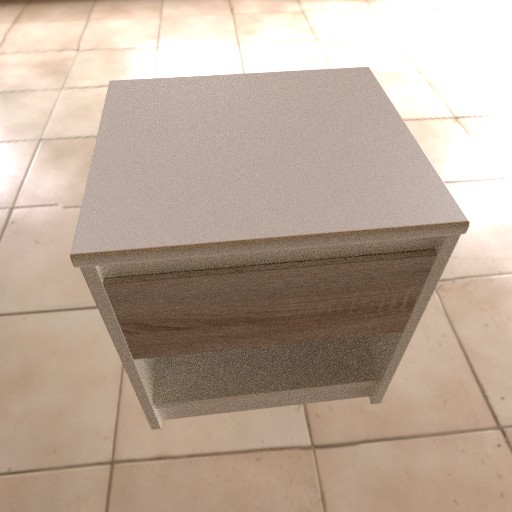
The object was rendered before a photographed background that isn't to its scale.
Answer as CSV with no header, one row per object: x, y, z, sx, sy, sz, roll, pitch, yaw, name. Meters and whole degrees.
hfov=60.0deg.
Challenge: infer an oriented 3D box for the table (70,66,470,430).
0.000,0.000,0.756,0.420,0.460,0.380,-5,48,-5,table
